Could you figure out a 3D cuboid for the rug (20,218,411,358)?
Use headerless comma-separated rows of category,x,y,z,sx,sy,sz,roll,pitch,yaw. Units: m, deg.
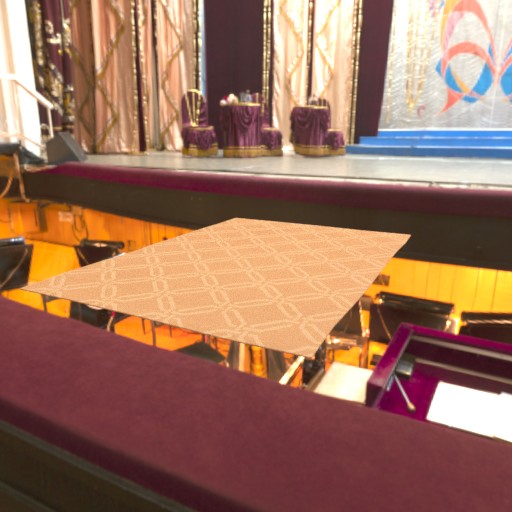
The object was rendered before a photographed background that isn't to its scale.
rug,0.000,0.000,2.734,1.524,0.013,2.135,8,17,26
